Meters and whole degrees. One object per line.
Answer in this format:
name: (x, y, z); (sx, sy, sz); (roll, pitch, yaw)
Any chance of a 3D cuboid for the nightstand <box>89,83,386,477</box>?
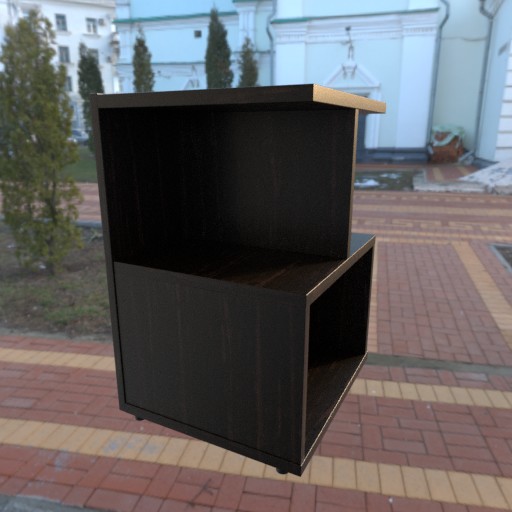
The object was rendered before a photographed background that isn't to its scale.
nightstand: (0.000, 0.000, 0.831); (0.356, 0.559, 0.400); (8, 18, 26)
